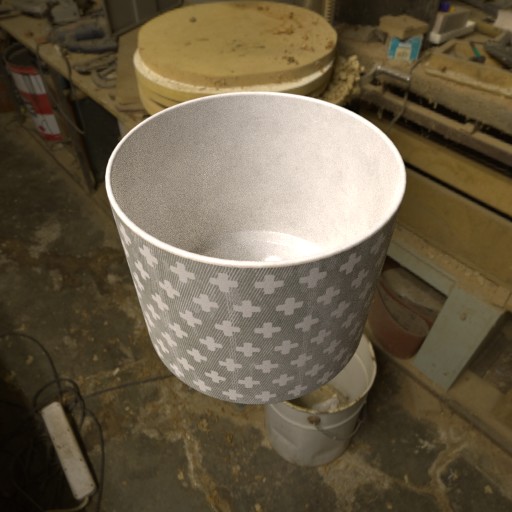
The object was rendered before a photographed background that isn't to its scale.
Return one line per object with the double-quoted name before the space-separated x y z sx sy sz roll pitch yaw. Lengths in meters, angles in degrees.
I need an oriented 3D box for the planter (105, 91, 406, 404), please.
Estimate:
"planter" 0.000 0.000 0.351 0.190 0.181 0.190 0 46 0
